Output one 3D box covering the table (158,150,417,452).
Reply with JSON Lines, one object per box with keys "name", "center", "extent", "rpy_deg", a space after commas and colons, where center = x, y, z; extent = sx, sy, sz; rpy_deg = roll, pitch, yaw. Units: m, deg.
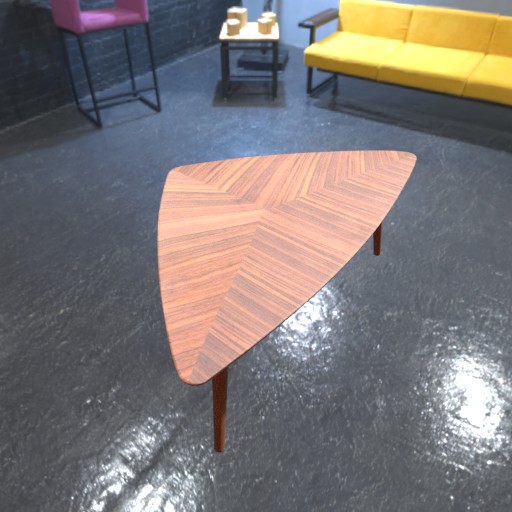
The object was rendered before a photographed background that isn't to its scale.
{"name": "table", "center": [0.000, 0.000, 1.274], "extent": [0.601, 0.365, 1.008], "rpy_deg": [26, 47, 27]}
